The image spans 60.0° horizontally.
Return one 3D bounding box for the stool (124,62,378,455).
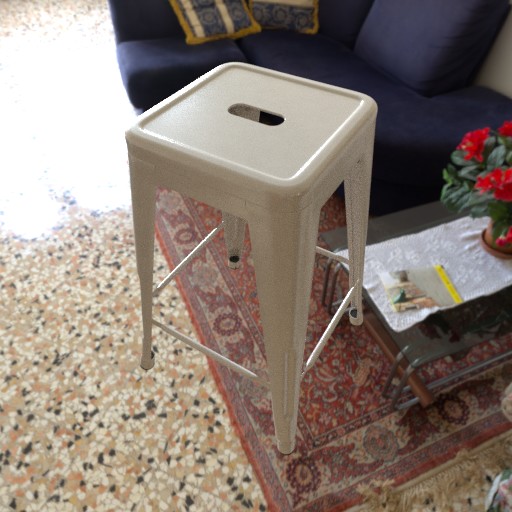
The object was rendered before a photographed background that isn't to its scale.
[{"bbox_3d":[0.000,0.000,0.872,0.406,0.610,0.406,24,50,21],"label":"stool"}]
